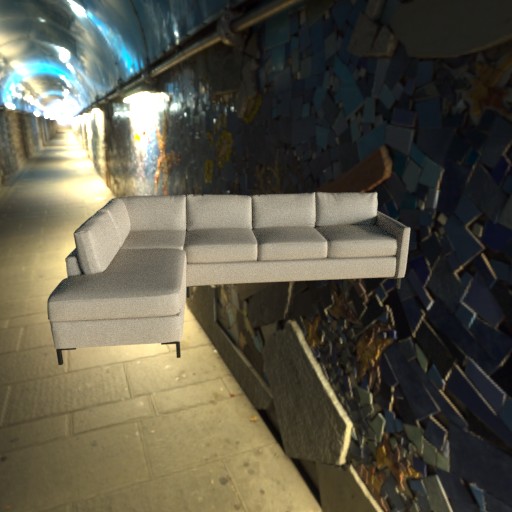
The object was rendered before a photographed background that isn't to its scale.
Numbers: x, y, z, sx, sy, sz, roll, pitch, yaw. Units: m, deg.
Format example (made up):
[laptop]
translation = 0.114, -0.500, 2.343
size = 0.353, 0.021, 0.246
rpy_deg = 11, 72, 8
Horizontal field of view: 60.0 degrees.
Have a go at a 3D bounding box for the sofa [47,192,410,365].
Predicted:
[sofa]
translation = 0.000, 0.000, 3.204
size = 2.423, 0.703, 1.617
rpy_deg = -2, 17, -6
